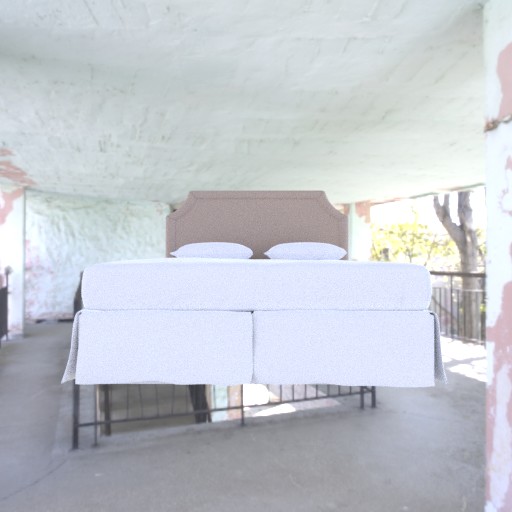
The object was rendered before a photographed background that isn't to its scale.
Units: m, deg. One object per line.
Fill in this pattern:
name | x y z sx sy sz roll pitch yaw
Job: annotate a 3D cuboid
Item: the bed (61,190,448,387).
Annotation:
bed | 0.000 0.000 4.018 2.350 1.590 2.773 0 0 0
